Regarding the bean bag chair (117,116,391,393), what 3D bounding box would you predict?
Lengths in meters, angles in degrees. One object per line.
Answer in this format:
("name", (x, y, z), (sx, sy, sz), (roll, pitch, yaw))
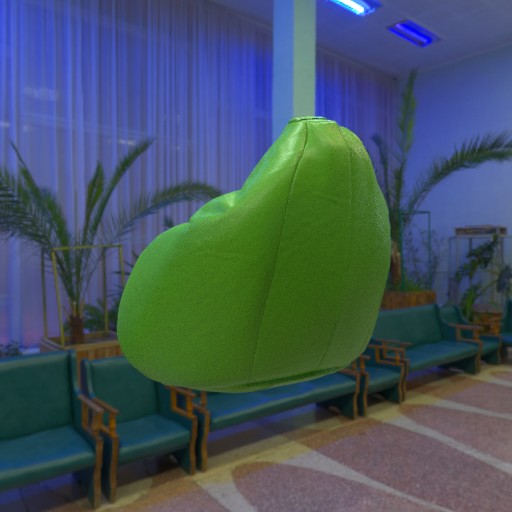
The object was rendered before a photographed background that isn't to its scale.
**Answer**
("bean bag chair", (0.000, 0.000, 1.875), (1.070, 0.990, 1.070), (0, 0, -36))
